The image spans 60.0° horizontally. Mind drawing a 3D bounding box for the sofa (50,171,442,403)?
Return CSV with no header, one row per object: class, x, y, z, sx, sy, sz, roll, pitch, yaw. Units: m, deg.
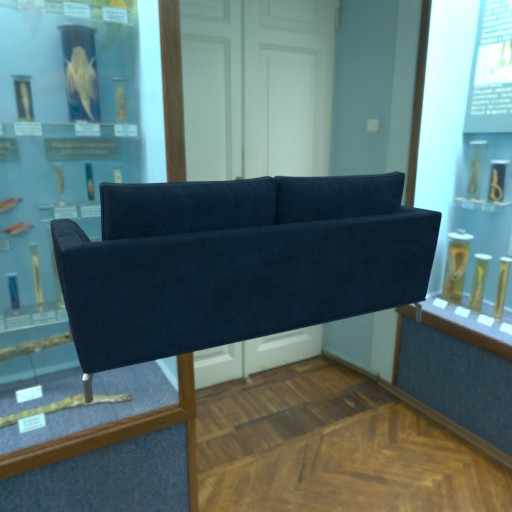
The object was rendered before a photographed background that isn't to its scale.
sofa,0.000,0.000,2.711,2.212,0.998,0.853,-7,16,-26
